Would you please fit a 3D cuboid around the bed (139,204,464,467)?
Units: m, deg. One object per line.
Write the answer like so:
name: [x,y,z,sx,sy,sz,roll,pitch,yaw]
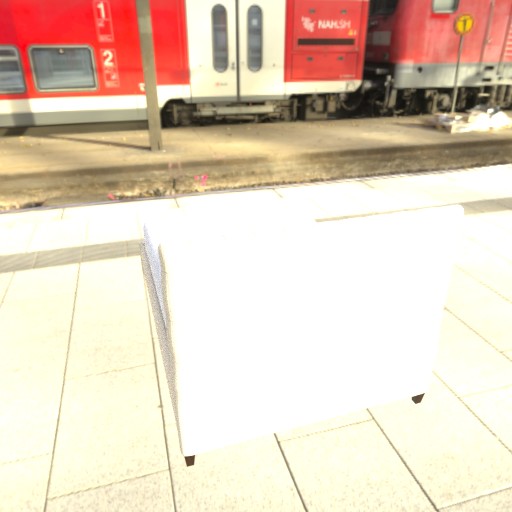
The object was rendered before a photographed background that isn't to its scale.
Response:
bed: [0.000,0.000,3.516,1.698,1.427,2.387,-8,27,-16]
